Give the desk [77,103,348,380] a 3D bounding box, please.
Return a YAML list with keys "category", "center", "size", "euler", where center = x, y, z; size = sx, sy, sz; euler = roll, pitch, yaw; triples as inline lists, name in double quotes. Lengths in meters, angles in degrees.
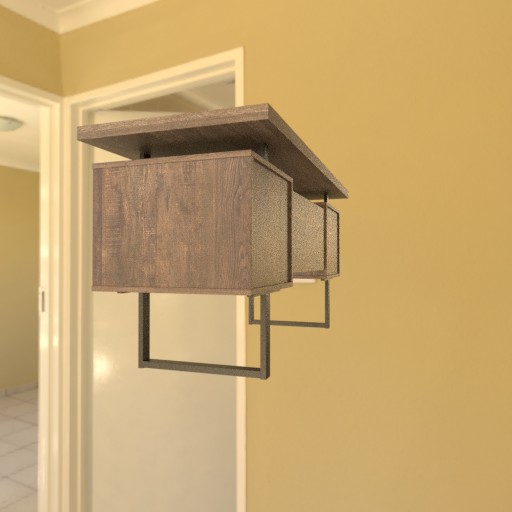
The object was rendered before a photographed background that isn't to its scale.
- category: "desk"
  center: [0.000, 0.000, 1.939]
  size: [0.600, 0.760, 1.524]
  euler: [0, -1, 19]
